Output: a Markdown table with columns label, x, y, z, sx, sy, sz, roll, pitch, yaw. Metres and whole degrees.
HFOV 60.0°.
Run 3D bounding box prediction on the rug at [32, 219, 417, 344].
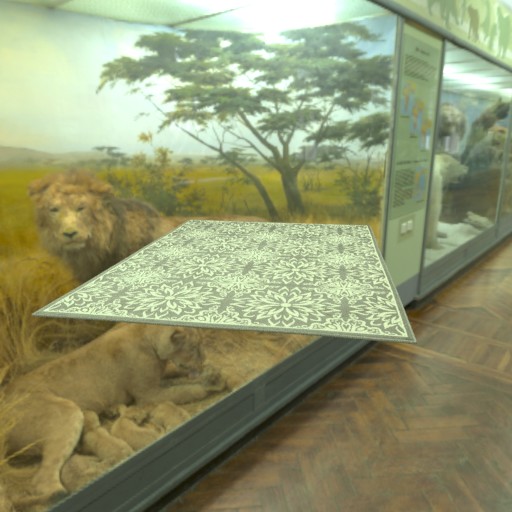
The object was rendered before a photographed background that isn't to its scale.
| label | x | y | z | sx | sy | sz | roll | pitch | yaw |
| --- | --- | --- | --- | --- | --- | --- | --- | --- | --- |
| rug | 0.000 | 0.000 | 2.846 | 1.608 | 0.014 | 2.213 | 3 | 16 | 9 |
